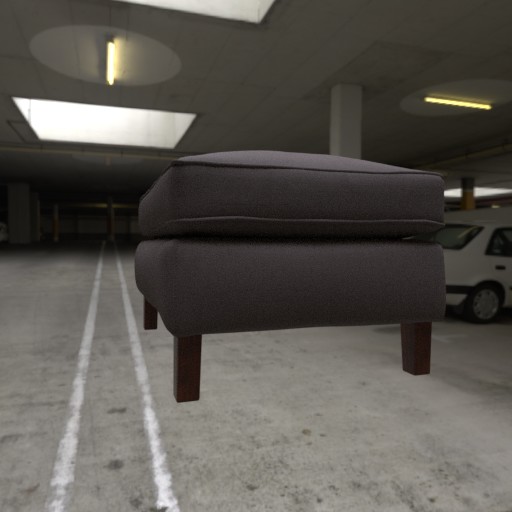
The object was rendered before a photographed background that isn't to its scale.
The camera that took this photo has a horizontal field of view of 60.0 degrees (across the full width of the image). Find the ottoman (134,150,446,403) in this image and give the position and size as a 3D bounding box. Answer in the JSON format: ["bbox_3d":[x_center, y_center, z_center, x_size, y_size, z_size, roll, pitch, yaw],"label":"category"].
[{"bbox_3d":[0.000,0.000,0.996,0.508,0.406,0.686,-1,2,-19],"label":"ottoman"}]
